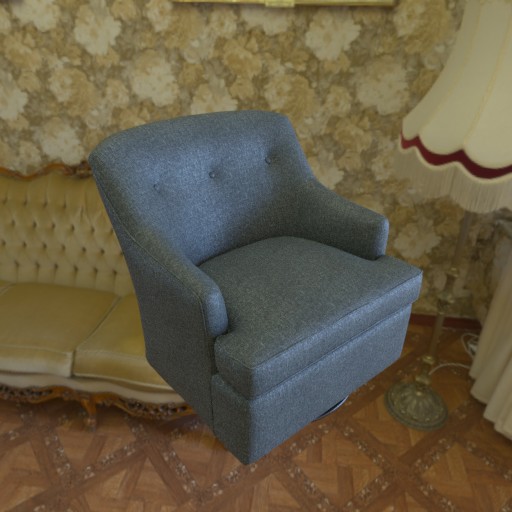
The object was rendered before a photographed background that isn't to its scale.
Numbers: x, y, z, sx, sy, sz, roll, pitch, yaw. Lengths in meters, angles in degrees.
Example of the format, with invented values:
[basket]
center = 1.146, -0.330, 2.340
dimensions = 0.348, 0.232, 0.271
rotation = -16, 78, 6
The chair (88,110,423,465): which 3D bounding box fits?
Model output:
[chair]
center = 0.000, 0.000, 1.606
dimensions = 0.864, 0.856, 0.923
rotation = -22, 36, -33
